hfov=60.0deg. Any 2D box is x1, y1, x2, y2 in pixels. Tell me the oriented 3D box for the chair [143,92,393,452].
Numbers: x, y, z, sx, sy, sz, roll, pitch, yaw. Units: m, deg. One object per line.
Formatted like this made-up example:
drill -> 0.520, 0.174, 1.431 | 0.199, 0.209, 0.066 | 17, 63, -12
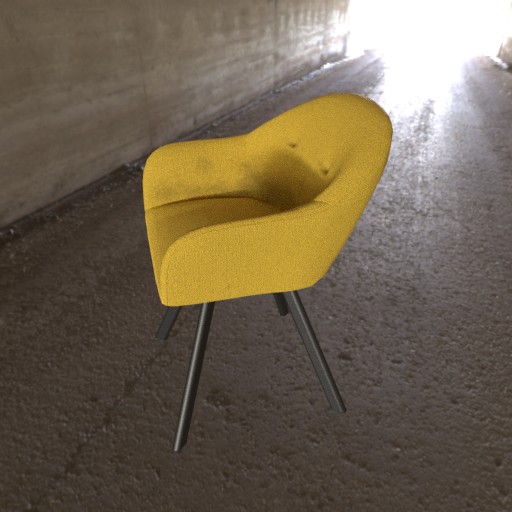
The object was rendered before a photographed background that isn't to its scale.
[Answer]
chair -> 0.000, 0.000, 1.155 | 0.565, 0.775, 0.545 | -8, 31, -14
